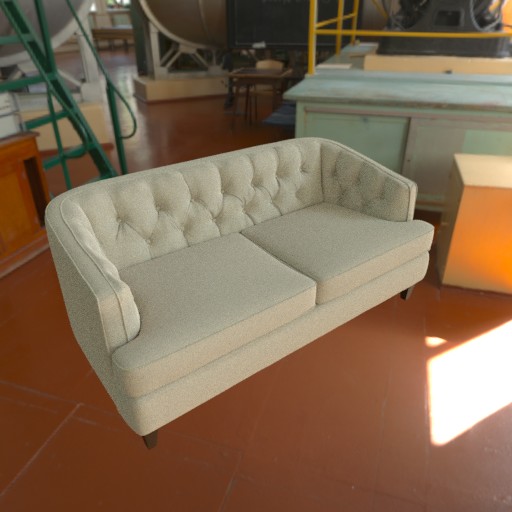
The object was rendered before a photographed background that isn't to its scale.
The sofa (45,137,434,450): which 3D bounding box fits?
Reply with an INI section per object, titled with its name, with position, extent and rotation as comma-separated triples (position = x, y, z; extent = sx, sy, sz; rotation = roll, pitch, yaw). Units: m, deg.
[sofa]
position = 0.000, 0.000, 2.197
extent = 1.733, 0.855, 0.941
rotation = -21, 36, -32
